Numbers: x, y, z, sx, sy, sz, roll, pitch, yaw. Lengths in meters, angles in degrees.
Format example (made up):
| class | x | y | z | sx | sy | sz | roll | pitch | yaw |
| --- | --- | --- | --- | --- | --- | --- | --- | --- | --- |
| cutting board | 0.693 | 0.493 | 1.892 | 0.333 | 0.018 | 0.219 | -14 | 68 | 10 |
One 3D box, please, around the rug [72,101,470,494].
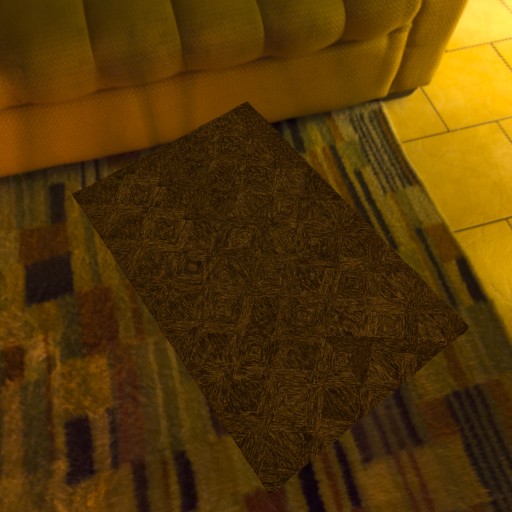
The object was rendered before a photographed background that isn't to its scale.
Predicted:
| class | x | y | z | sx | sy | sz | roll | pitch | yaw |
| --- | --- | --- | --- | --- | --- | --- | --- | --- | --- |
| rug | 0.000 | 0.000 | 2.261 | 1.189 | 0.011 | 1.808 | -33 | 68 | -15 |
